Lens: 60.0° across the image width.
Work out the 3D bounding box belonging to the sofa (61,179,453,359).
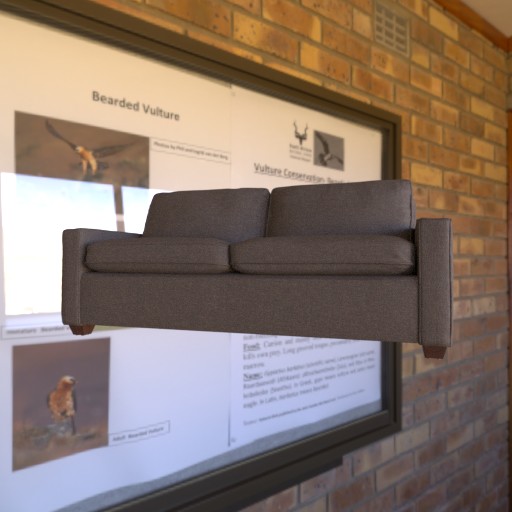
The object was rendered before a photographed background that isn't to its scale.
[{"bbox_3d":[0.000,0.000,2.609,2.080,0.919,0.940,0,-1,19],"label":"sofa"}]
